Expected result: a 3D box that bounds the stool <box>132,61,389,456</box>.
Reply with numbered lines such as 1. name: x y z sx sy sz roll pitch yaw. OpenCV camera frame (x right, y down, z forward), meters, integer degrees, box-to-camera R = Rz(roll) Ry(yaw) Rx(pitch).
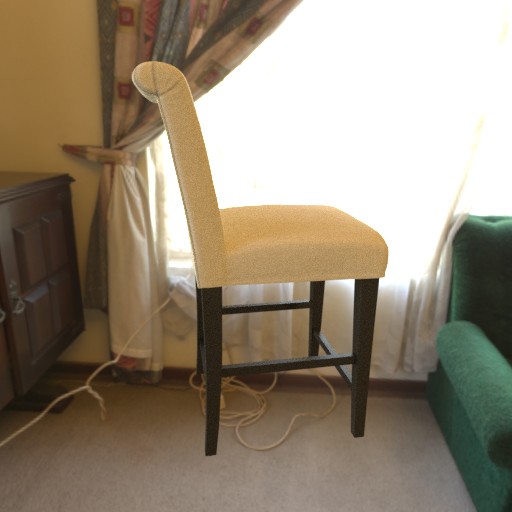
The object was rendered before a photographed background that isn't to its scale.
1. stool: 0.000 0.000 1.277 0.597 0.976 0.452 -3 17 -10
